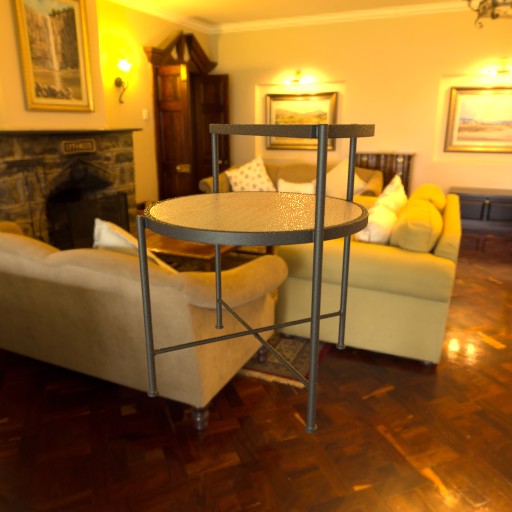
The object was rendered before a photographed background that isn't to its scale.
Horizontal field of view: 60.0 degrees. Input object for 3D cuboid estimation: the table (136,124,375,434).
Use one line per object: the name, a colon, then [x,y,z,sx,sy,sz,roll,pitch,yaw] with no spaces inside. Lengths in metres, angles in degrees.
table: [0.000,0.000,1.196,0.628,0.684,0.629,-8,18,-24]
